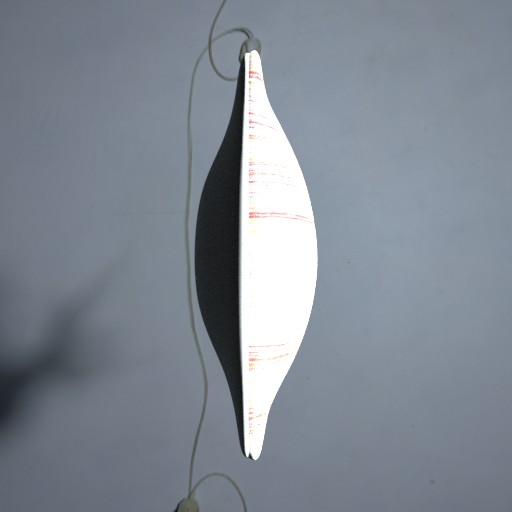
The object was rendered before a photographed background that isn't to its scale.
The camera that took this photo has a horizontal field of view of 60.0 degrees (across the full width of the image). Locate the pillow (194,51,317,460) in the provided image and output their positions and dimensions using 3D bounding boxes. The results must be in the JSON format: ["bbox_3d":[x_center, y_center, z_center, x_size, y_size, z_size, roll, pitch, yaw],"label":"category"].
[{"bbox_3d":[0.000,0.000,0.703,0.191,0.449,0.451,0,89,0],"label":"pillow"}]
